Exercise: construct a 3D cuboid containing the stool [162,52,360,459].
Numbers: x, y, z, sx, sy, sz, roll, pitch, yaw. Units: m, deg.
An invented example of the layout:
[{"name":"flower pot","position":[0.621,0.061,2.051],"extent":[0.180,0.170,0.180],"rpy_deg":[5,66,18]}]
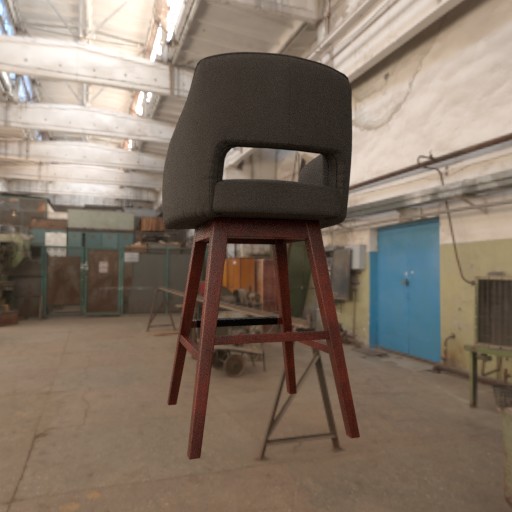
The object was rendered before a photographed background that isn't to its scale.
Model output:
[{"name":"stool","position":[0.000,0.000,1.365],"extent":[0.548,1.012,0.558],"rpy_deg":[1,-2,-18]}]
